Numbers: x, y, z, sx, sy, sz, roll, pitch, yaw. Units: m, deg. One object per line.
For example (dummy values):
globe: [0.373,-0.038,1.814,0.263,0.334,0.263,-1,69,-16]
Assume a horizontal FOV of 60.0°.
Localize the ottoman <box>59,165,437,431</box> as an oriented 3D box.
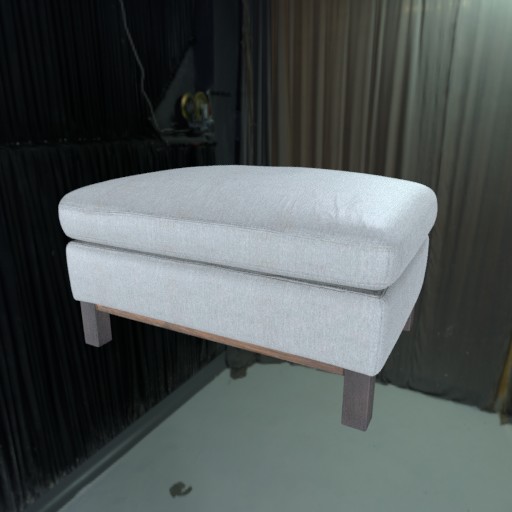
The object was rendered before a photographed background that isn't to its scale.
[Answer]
ottoman: [0.000,0.000,1.040,0.735,0.404,0.528,9,19,27]
